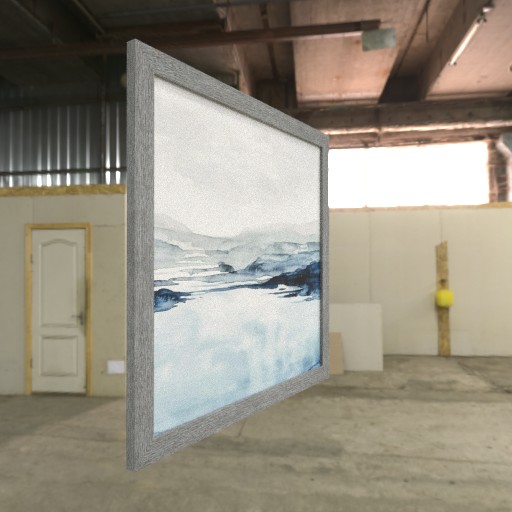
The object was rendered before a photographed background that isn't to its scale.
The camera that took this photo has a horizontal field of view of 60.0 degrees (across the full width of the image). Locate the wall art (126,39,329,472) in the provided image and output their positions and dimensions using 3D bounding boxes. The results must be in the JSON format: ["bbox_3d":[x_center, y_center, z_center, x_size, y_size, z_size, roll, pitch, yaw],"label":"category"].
[{"bbox_3d":[0.000,0.000,0.983,0.020,0.685,0.685,0,0,36],"label":"wall art"}]
